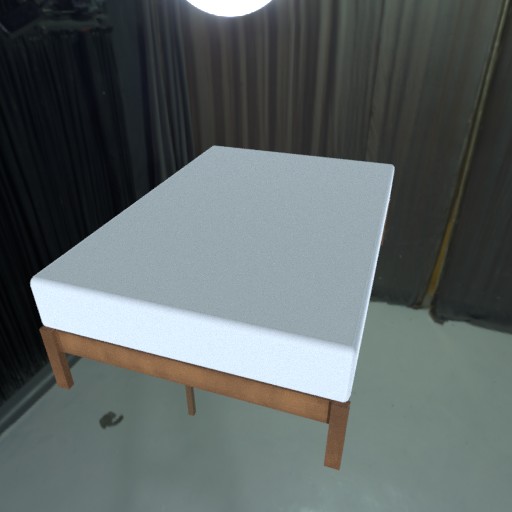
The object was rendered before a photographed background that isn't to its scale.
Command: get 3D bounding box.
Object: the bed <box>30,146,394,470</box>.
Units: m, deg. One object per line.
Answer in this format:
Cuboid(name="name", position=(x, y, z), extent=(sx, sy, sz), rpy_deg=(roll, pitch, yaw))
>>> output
Cuboid(name="bed", position=(0.000, 0.000, 2.558), extent=(1.348, 0.616, 1.927), rpy_deg=(10, 33, 16))
